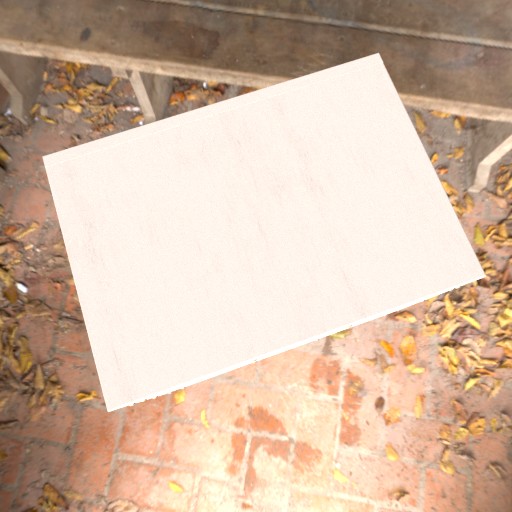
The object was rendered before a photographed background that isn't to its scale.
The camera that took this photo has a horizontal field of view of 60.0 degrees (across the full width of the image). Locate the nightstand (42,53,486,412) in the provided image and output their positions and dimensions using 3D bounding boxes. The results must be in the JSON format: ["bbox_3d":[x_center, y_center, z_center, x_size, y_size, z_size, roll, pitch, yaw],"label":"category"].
[{"bbox_3d":[0.000,0.000,1.015,0.614,0.604,0.447,-19,77,-5],"label":"nightstand"}]
